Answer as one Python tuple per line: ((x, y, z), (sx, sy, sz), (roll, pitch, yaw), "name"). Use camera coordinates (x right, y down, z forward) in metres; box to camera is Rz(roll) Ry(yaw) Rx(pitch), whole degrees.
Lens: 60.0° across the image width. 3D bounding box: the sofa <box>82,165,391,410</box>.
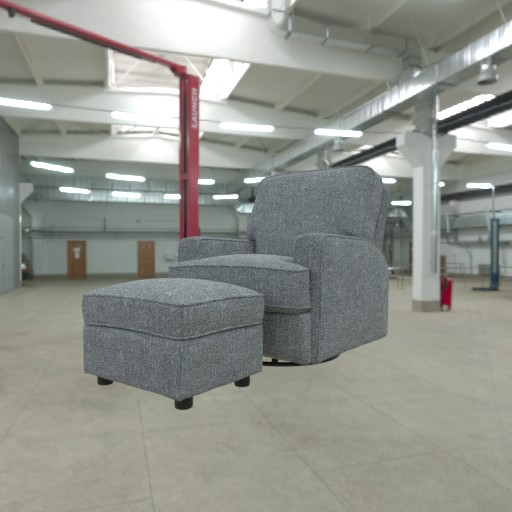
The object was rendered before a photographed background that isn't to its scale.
((0.000, 0.000, 2.068), (0.861, 0.959, 1.472), (0, 1, 37), "sofa")
